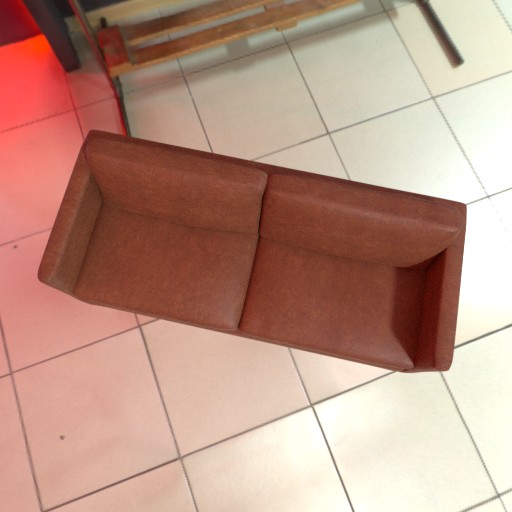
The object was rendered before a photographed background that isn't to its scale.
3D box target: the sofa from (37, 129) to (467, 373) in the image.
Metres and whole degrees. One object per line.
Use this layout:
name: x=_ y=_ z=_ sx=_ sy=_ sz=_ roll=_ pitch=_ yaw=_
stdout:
sofa: x=0.000 y=0.000 z=2.658 sx=2.204 sy=0.932 sz=0.950 roll=12 pitch=75 yaw=3
